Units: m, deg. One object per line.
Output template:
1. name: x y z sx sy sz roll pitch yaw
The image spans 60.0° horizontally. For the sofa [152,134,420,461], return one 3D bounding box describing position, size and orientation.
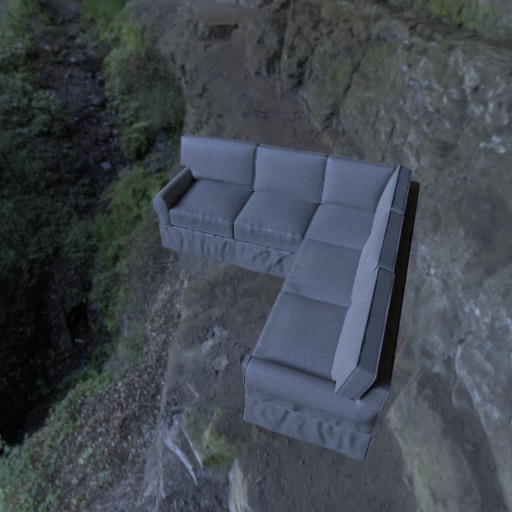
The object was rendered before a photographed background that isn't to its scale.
1. sofa: 0.000 0.000 4.095 2.618 1.081 2.623 13 43 15
